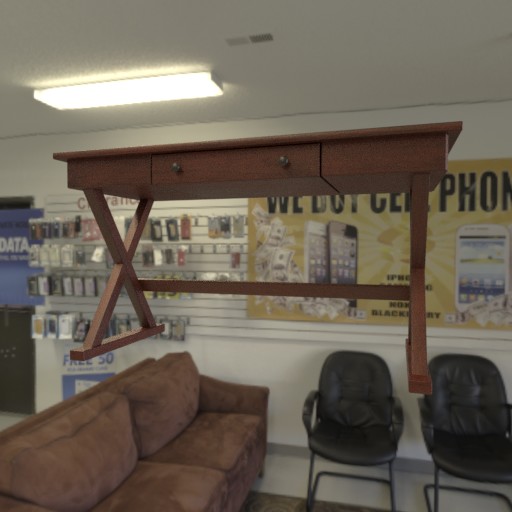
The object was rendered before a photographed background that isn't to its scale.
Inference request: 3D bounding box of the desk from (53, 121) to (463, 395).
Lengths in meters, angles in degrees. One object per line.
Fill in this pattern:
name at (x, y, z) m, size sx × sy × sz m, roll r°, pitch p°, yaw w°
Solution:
desk at (0.000, 0.000, 1.708) m, size 1.372 × 0.761 × 0.600 m, roll 0°, pitch 2°, yaw 18°
